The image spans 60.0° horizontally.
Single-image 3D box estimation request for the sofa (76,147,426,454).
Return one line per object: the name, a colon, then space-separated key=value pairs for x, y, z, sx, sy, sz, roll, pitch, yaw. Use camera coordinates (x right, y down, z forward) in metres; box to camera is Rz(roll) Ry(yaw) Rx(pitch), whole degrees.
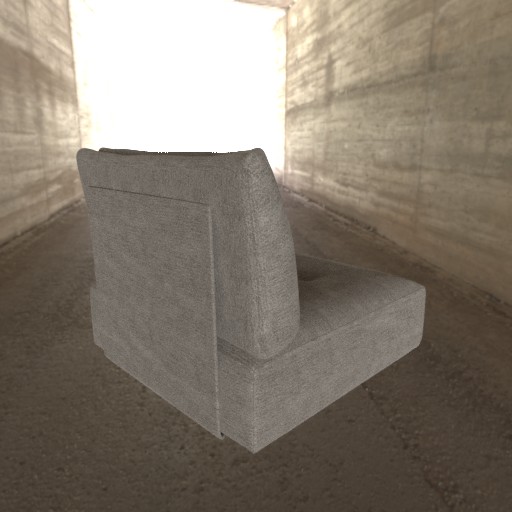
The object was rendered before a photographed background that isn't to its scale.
sofa: x=0.000 y=0.000 z=1.724 sx=1.000 sy=0.820 sz=1.000 roll=-13 pitch=19 yaw=-43
